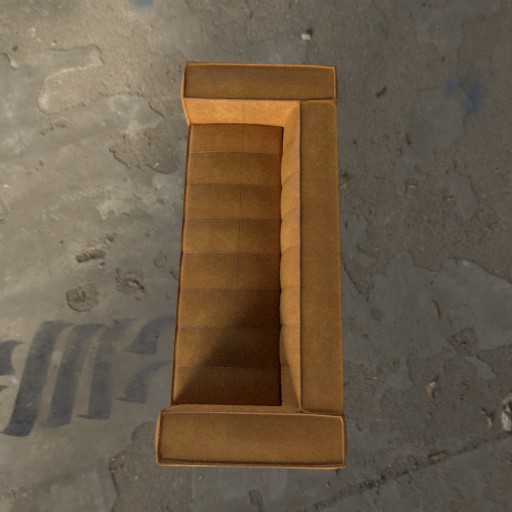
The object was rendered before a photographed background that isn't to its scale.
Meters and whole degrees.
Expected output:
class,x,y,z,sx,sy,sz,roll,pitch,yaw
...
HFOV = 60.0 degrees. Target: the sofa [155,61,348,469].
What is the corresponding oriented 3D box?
class,x,y,z,sx,sy,sz,roll,pitch,yaw
sofa,0.000,0.000,3.037,1.102,0.701,2.581,1,76,0
